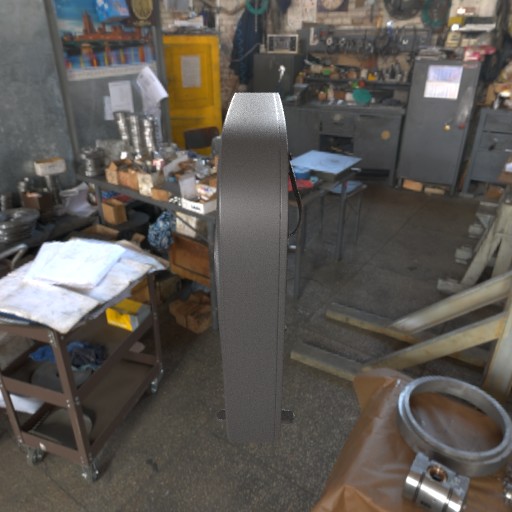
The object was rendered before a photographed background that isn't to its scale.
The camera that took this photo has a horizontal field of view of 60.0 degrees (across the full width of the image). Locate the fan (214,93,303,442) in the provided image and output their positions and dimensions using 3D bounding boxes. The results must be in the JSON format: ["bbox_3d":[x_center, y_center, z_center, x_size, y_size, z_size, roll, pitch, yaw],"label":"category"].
[{"bbox_3d":[0.000,0.000,0.806,0.142,0.533,0.526,0,28,1],"label":"fan"}]
